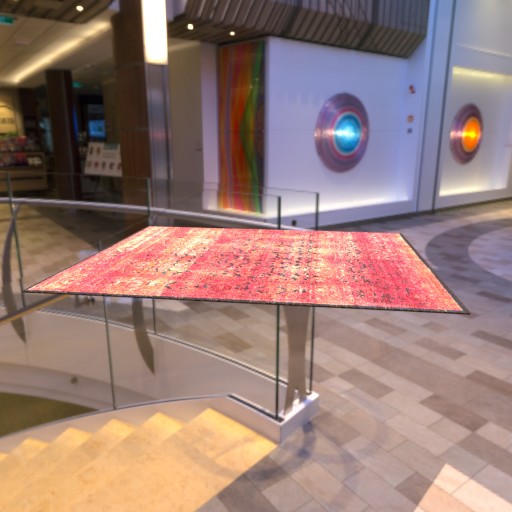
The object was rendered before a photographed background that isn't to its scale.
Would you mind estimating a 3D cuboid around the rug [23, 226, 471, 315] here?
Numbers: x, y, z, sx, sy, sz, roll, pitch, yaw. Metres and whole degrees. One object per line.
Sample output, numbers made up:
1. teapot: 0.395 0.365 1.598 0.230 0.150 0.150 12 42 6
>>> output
1. rug: 0.000 0.000 4.110 3.032 0.020 2.411 2 15 8
